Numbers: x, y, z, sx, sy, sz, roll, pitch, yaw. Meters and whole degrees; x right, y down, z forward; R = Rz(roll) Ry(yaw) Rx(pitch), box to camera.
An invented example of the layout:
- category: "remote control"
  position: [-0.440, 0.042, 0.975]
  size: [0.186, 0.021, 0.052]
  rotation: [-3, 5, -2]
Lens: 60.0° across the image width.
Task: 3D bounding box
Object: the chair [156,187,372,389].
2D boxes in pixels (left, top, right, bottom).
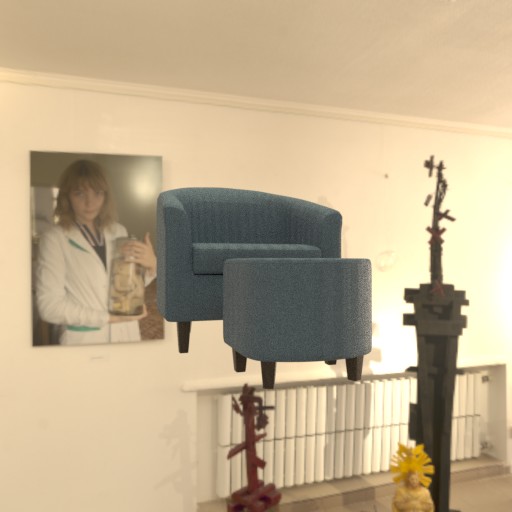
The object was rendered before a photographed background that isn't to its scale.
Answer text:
- category: "chair"
  position: [0.000, 0.000, 1.809]
  size: [0.756, 0.757, 1.288]
  rotation: [0, -1, -18]
